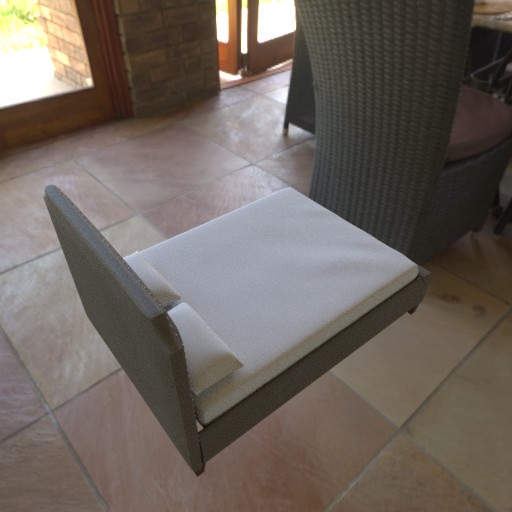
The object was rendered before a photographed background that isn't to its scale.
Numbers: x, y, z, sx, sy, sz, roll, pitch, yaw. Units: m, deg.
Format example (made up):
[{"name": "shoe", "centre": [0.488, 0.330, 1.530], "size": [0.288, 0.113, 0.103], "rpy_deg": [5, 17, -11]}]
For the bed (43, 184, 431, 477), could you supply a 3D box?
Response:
[{"name": "bed", "centre": [0.000, 0.000, 3.396], "size": [2.372, 1.443, 1.712], "rpy_deg": [-27, 47, -28]}]
